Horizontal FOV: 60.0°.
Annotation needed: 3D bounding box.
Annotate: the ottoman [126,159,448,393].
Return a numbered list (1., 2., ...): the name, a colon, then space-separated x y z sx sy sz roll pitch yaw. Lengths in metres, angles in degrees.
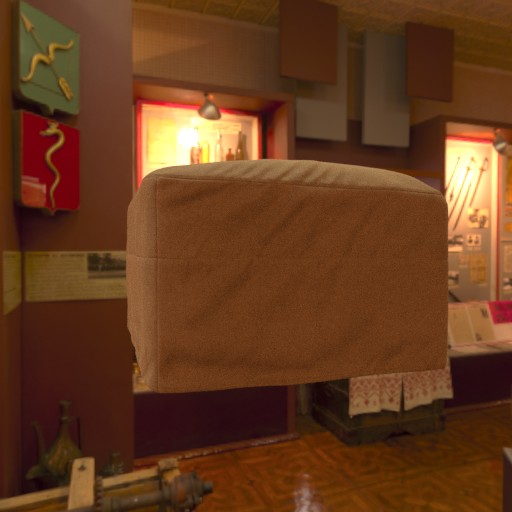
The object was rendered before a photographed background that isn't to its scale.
1. ottoman: 0.000 0.000 1.252 0.683 0.481 0.837 0 1 -19
